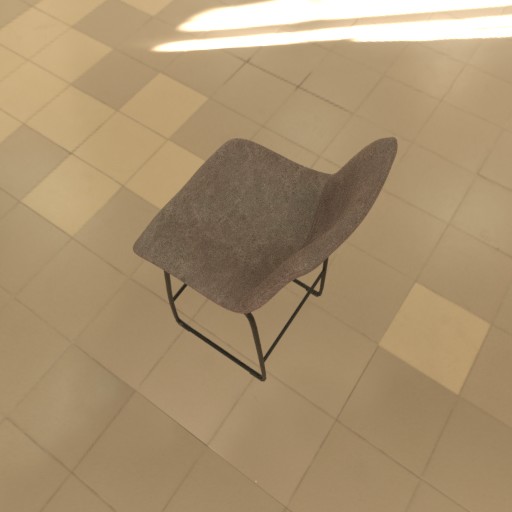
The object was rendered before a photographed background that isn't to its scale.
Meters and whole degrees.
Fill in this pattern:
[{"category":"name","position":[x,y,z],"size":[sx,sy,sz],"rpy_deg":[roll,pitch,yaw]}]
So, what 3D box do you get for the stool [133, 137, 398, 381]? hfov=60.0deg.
[{"category":"stool","position":[0.000,0.000,1.438],"size":[0.561,1.082,0.514],"rpy_deg":[31,67,15]}]
